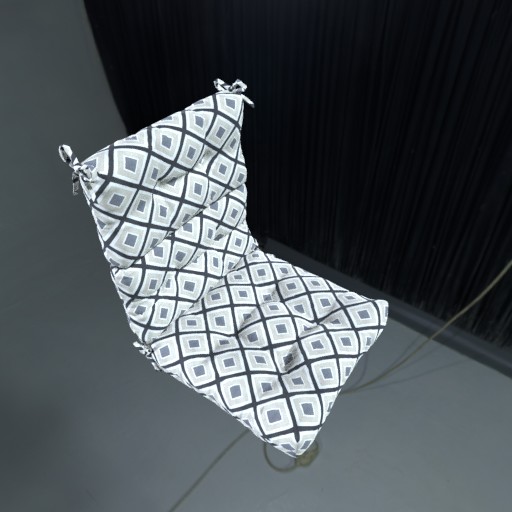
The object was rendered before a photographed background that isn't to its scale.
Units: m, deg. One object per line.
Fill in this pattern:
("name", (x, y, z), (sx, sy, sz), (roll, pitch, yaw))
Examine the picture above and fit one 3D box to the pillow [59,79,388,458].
("pillow", (0.000, 0.000, 1.027), (0.571, 0.605, 0.519), (25, 47, 26))
